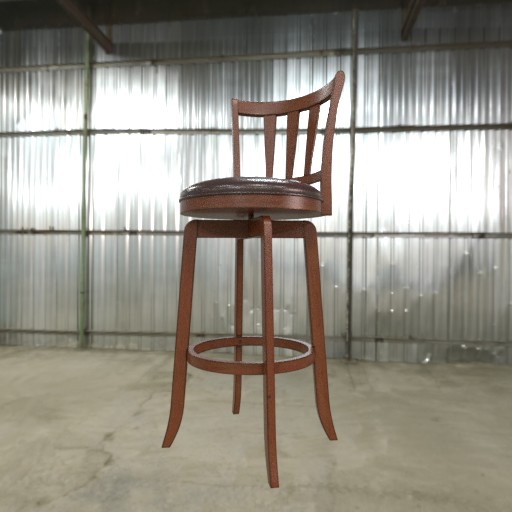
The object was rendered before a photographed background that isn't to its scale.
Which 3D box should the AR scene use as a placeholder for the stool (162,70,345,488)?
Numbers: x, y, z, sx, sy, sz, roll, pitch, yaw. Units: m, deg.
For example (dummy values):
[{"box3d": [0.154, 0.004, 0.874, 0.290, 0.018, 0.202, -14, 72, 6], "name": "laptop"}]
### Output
[{"box3d": [0.000, 0.000, 1.414, 0.464, 1.177, 0.503, 0, 1, 35], "name": "stool"}]
